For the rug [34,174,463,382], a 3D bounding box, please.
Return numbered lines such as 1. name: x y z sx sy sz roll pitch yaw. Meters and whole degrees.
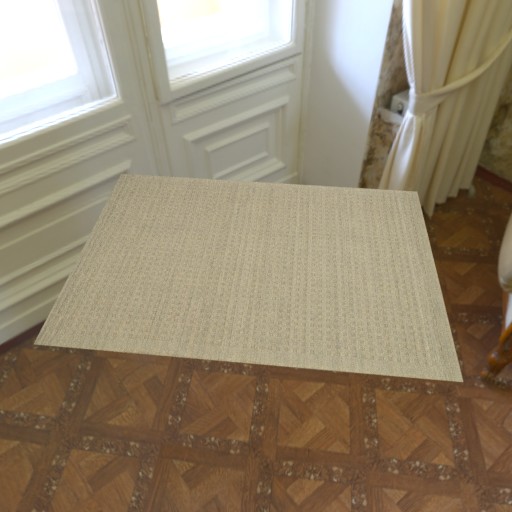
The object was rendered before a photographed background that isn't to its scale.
1. rug: 0.000 0.000 3.648 2.895 0.006 1.981 4 47 4
